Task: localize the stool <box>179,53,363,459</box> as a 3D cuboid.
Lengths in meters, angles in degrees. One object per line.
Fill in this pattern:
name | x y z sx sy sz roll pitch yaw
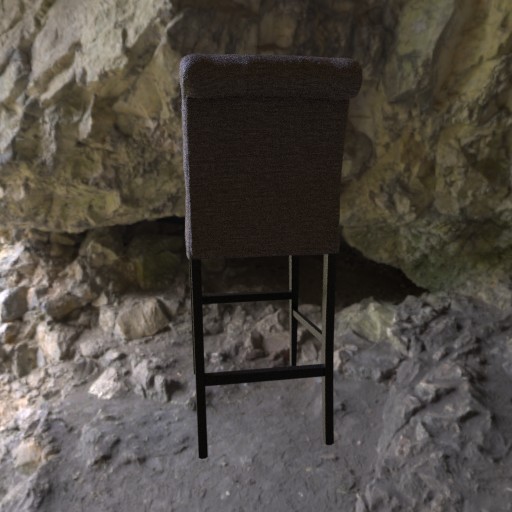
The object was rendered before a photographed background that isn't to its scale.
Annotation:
stool | 0.000 0.000 1.452 0.452 1.131 0.613 -2 15 -9
